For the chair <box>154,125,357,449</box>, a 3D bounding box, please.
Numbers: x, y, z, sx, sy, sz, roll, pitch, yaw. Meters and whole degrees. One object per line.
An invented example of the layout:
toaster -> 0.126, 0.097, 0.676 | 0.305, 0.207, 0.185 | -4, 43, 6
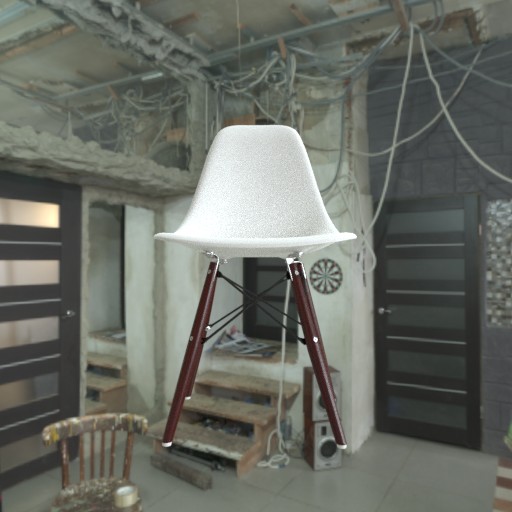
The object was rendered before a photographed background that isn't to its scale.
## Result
chair -> 0.000, 0.000, 1.138 | 0.470, 0.826, 0.533 | 0, -1, 1
